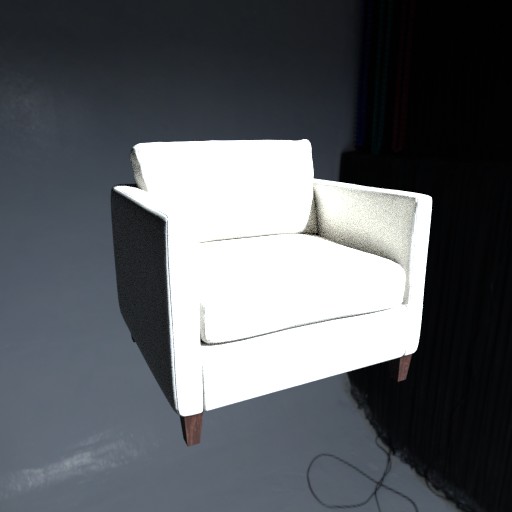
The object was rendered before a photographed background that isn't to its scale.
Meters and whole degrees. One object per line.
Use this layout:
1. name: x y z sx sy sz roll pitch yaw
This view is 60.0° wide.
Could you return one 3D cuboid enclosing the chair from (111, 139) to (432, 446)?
1. chair: 0.000 0.000 1.810 0.996 0.919 0.959 -7 16 -25
